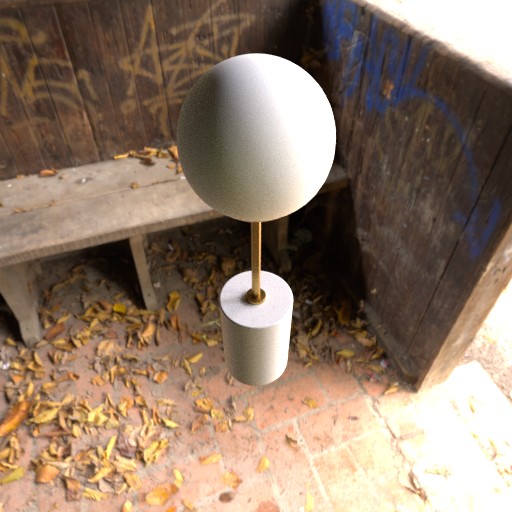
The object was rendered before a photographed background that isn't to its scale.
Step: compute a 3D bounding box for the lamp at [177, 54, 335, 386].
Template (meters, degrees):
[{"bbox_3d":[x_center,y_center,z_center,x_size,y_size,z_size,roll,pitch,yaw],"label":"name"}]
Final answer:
[{"bbox_3d":[0.000,0.000,0.550,0.153,0.480,0.153,0,46,0],"label":"lamp"}]
